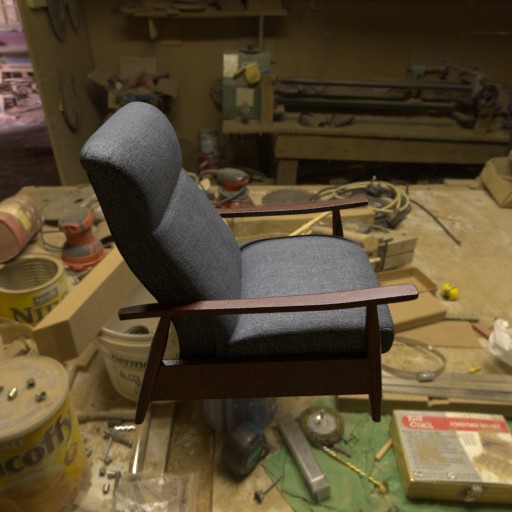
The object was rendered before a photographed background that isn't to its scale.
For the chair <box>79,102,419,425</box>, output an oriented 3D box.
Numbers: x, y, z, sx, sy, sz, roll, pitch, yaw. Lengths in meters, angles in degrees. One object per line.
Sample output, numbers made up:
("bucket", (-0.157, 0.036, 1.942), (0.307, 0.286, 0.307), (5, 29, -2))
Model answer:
("chair", (0.000, 0.000, 1.760), (1.030, 1.082, 0.762), (0, 31, -1))
